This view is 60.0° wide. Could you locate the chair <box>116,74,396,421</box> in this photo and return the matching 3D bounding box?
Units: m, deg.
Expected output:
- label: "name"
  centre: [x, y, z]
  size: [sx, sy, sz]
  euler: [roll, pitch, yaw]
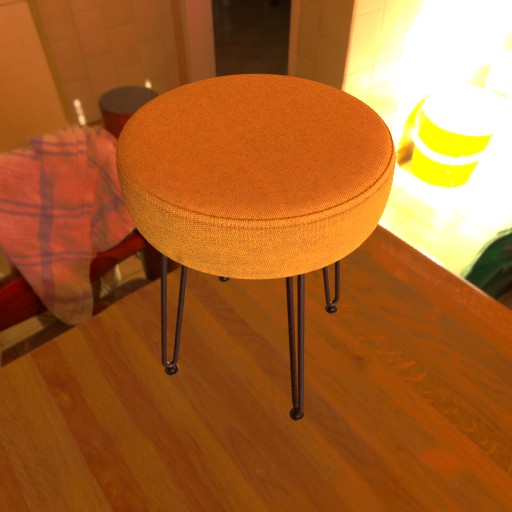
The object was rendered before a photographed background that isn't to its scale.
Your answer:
- label: "chair"
  centre: [0.000, 0.000, 0.697]
  size: [0.345, 0.455, 0.345]
  euler: [15, 48, 14]
